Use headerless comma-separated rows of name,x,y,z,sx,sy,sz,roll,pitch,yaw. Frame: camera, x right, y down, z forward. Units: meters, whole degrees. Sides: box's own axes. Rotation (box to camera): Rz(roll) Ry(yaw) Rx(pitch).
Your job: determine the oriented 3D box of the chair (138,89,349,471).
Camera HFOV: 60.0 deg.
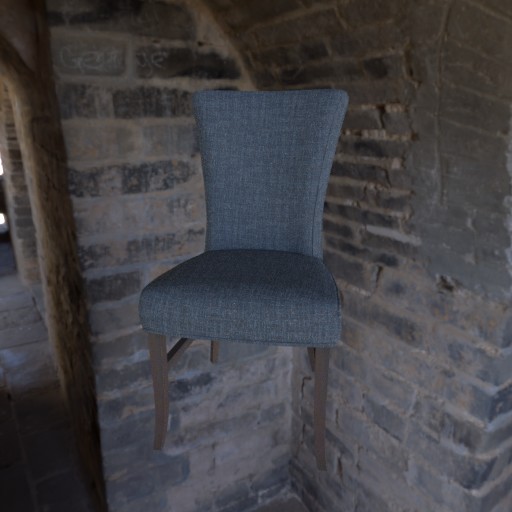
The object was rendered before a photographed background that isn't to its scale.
chair,0.000,0.000,1.366,0.520,0.991,0.660,3,17,9
